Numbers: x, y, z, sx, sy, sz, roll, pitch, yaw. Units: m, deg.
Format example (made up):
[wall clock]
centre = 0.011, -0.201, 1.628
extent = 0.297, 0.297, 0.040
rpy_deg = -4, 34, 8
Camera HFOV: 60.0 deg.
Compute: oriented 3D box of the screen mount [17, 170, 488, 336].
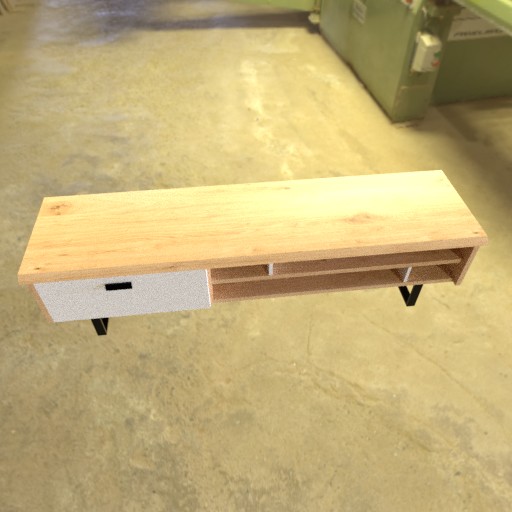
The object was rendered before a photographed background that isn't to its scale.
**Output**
[screen mount]
centre = 0.000, 0.000, 1.887
extent = 1.700, 0.430, 0.450
rpy_deg = -5, 46, -5
